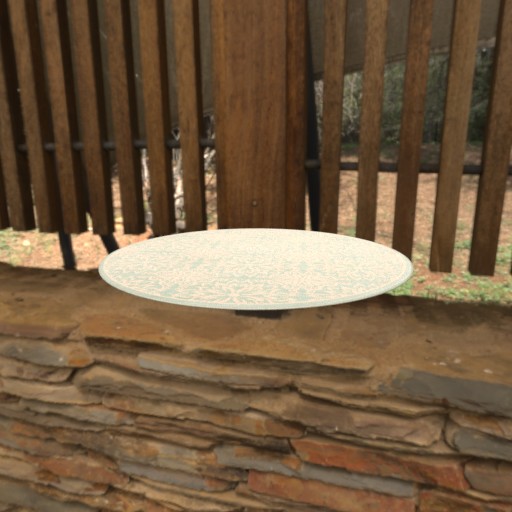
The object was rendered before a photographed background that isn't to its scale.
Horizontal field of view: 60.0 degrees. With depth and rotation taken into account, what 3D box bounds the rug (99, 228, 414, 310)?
[{"bbox_3d":[0.000,0.000,2.371,1.593,0.012,1.593,0,14,0],"label":"rug"}]
